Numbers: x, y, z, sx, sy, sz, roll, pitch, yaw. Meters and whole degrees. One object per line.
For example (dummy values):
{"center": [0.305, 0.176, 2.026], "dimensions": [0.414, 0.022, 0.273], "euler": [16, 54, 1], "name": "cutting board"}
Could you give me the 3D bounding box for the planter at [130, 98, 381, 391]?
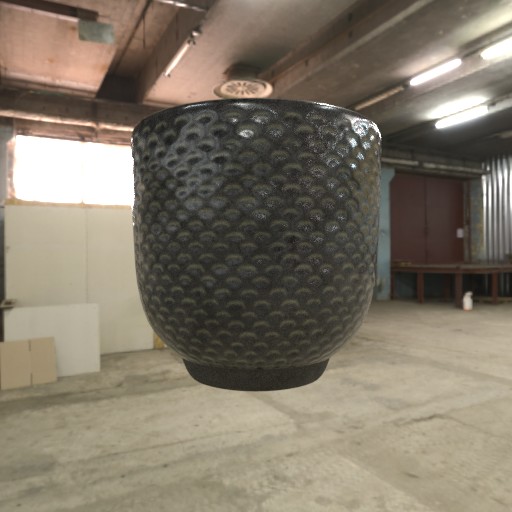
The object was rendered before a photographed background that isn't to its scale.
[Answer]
{"center": [0.000, 0.000, 0.361], "dimensions": [0.197, 0.191, 0.197], "euler": [0, 0, 0], "name": "planter"}
